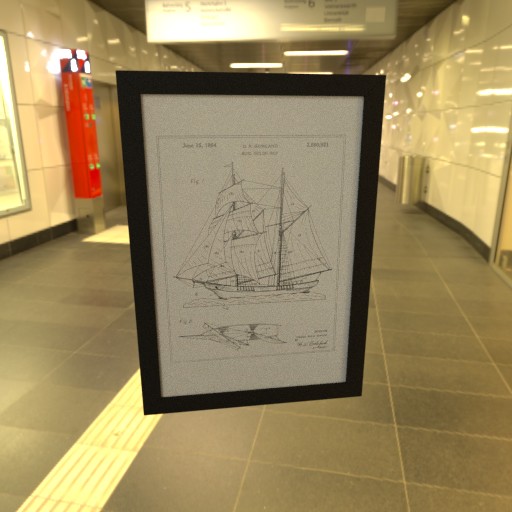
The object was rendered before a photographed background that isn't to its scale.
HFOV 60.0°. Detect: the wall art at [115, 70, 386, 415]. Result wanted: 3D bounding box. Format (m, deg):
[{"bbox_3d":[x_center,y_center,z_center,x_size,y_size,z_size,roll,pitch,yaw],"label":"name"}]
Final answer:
[{"bbox_3d":[0.000,0.000,0.598,0.326,0.459,0.011,-2,16,-8],"label":"wall art"}]
